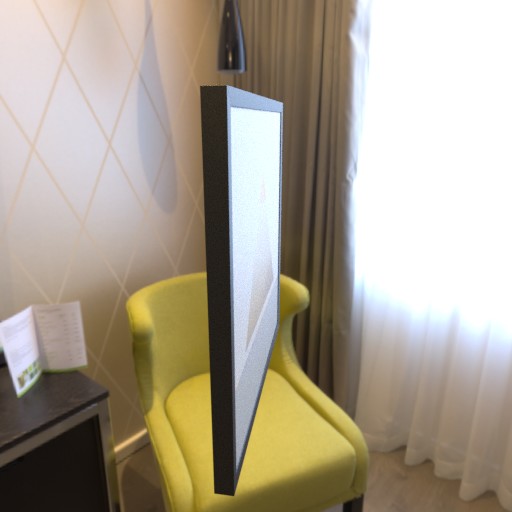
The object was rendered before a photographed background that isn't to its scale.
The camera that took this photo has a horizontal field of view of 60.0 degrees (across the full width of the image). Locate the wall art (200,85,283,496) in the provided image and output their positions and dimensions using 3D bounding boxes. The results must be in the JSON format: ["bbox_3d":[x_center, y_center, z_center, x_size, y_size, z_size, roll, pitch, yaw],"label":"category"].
[{"bbox_3d":[0.000,0.000,1.135,0.042,0.766,0.769,3,17,9],"label":"wall art"}]
